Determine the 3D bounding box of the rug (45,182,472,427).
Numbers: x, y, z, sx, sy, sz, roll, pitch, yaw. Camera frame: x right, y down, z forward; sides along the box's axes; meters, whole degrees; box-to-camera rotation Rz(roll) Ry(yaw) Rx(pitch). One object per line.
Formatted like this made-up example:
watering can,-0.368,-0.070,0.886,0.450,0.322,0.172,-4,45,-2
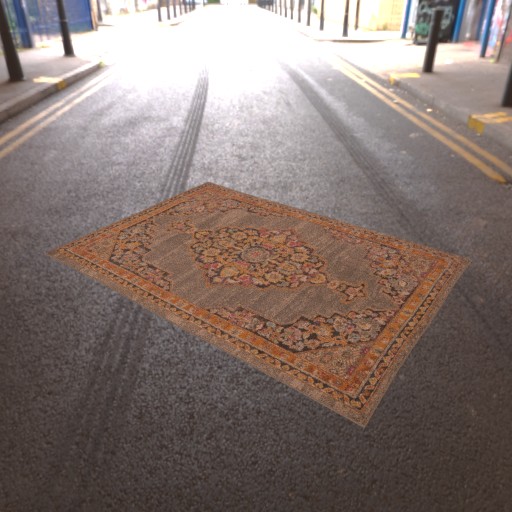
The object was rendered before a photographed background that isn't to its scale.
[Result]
rug,0.000,0.000,3.673,2.901,0.026,2.043,21,37,31
